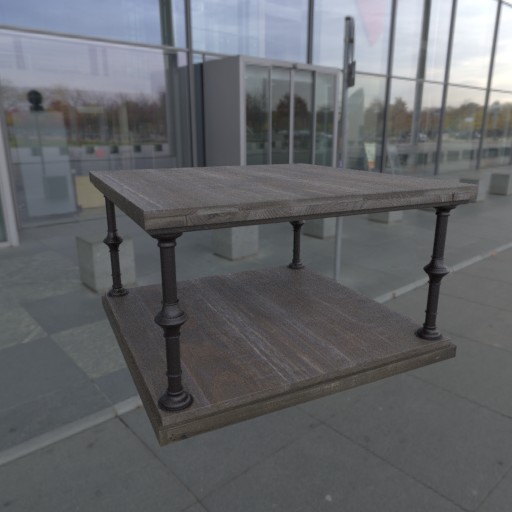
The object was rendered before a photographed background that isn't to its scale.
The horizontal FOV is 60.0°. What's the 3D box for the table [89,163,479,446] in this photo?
[{"bbox_3d":[0.000,0.000,1.135,0.696,0.400,0.696,-8,17,-25],"label":"table"}]
